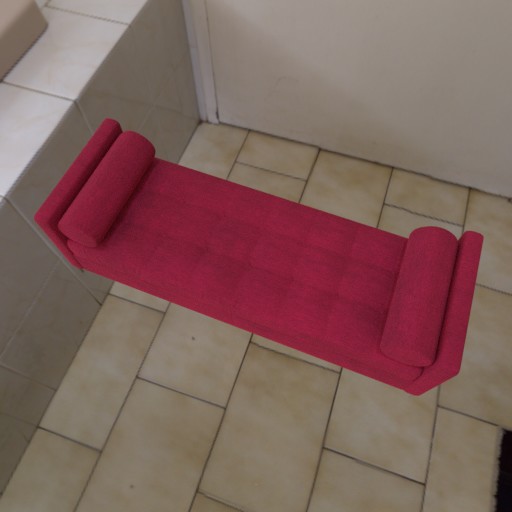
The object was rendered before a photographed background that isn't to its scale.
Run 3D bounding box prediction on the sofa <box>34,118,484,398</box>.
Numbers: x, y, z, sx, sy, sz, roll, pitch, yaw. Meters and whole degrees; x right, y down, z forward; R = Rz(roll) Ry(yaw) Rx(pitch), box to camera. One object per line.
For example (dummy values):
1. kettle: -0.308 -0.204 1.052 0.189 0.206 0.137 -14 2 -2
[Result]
1. sofa: 0.000 0.000 2.307 1.981 0.635 0.686 19 64 10
